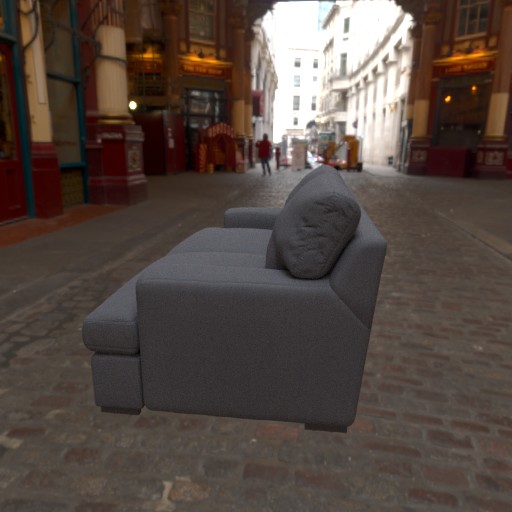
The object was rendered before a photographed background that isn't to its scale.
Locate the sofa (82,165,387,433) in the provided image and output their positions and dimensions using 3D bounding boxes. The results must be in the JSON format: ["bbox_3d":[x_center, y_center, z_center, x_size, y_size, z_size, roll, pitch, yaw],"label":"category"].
[{"bbox_3d":[0.000,0.000,2.485,1.143,0.940,1.880,2,15,8],"label":"sofa"}]
